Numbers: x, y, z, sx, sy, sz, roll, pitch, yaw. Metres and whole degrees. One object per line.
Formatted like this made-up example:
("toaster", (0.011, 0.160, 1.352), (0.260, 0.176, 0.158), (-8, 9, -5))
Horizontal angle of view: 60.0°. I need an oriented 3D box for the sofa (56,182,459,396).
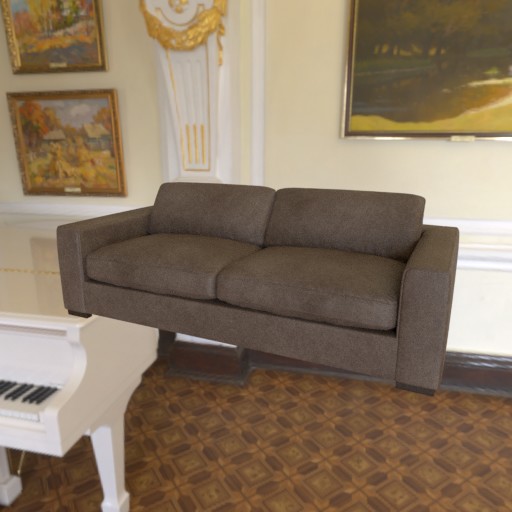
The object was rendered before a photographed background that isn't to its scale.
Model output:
("sofa", (0.000, 0.000, 2.745), (2.262, 0.801, 1.070), (7, 16, 24))
